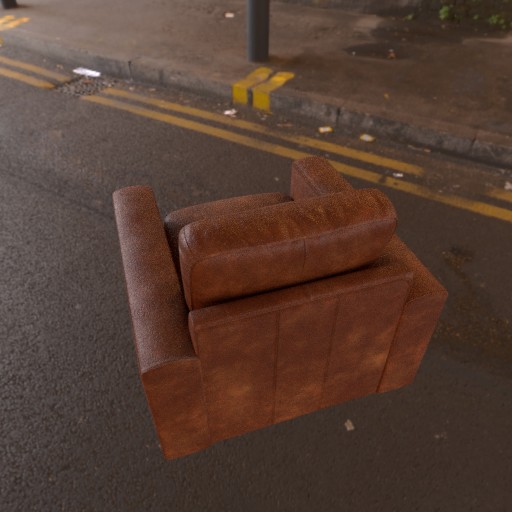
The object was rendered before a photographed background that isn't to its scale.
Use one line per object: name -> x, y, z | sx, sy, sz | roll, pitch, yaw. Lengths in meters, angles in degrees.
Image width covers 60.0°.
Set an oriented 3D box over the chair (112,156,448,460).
chair -> 0.000, 0.000, 1.765 | 1.005, 0.873, 1.016 | -12, 42, -14
